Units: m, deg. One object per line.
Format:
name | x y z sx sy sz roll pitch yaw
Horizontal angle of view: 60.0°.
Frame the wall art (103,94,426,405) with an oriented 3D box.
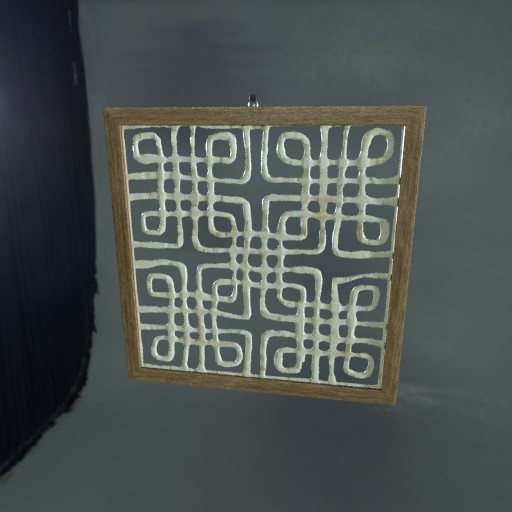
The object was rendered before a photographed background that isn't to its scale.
wall art | 0.000 0.000 0.845 0.561 0.582 0.021 3 17 9
